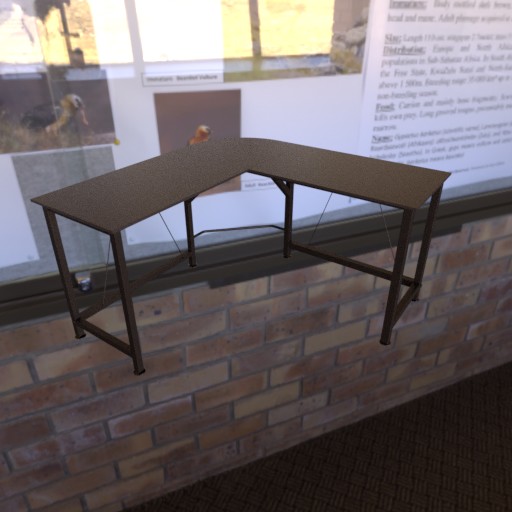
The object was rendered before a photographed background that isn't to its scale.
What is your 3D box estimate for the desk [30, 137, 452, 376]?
[{"bbox_3d":[0.000,0.000,2.250,1.400,0.762,1.400,19,35,30],"label":"desk"}]
